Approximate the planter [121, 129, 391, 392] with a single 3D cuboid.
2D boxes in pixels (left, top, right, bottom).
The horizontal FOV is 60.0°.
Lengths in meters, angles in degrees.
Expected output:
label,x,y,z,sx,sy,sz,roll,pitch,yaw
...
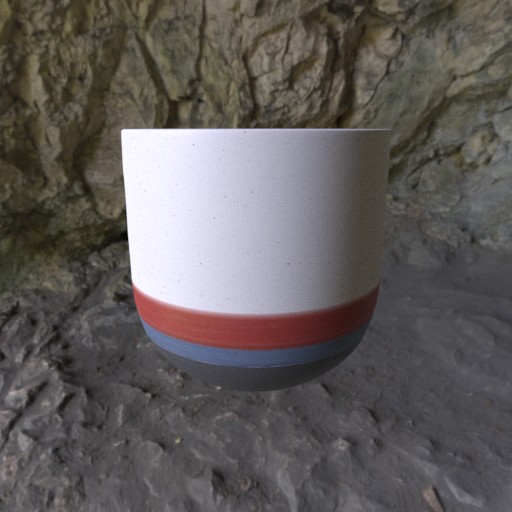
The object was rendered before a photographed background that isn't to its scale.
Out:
label,x,y,z,sx,sy,sz,roll,pitch,yaw
planter,0.000,0.000,0.491,0.268,0.270,0.268,0,16,0
